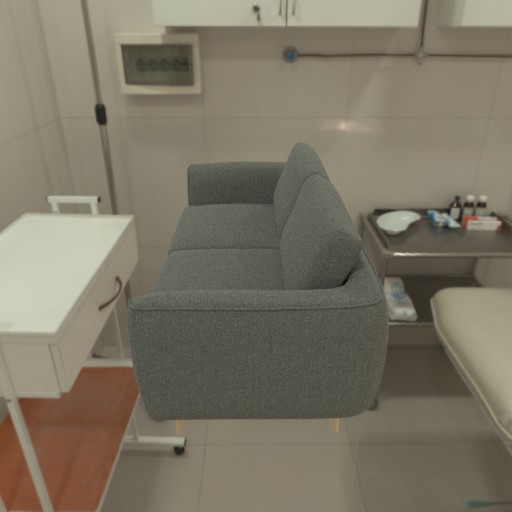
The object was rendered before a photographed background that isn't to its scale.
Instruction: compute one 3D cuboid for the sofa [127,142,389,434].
[{"bbox_3d":[0.000,0.000,2.201,0.920,0.870,1.700,0,27,-1],"label":"sofa"}]
